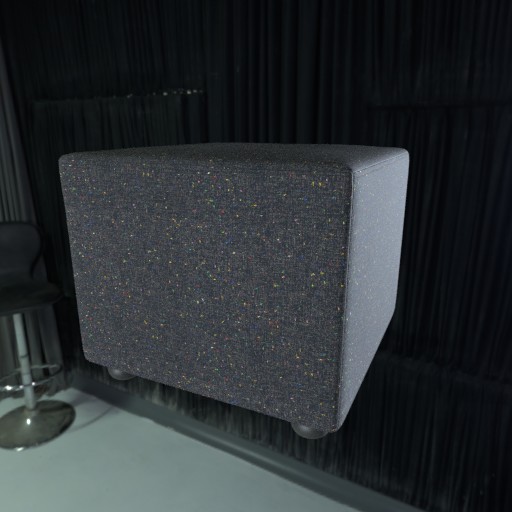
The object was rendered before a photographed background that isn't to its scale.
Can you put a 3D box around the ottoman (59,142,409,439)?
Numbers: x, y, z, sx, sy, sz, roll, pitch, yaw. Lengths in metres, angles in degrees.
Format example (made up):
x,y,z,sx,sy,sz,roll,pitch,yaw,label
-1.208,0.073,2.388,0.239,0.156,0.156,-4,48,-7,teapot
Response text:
x,y,z,sx,sy,sz,roll,pitch,yaw,label
0.000,0.000,0.892,0.508,0.432,0.508,8,18,25,ottoman
